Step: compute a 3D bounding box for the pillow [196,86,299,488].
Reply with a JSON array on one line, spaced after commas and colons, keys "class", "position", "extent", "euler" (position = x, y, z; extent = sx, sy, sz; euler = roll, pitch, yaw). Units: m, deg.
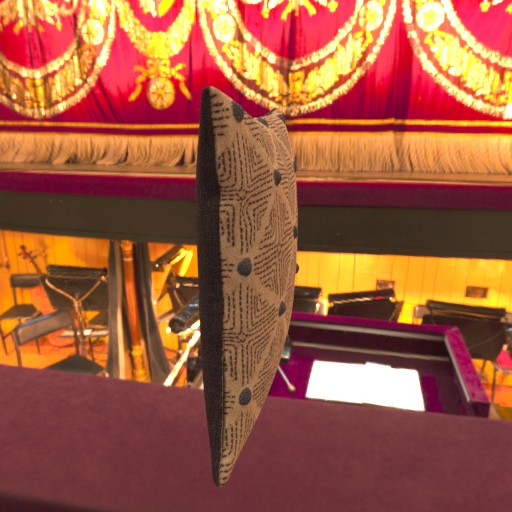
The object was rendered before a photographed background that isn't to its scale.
[{"class": "pillow", "position": [0.000, 0.000, 0.767], "extent": [0.145, 0.510, 0.510], "euler": [3, 16, 10]}]
